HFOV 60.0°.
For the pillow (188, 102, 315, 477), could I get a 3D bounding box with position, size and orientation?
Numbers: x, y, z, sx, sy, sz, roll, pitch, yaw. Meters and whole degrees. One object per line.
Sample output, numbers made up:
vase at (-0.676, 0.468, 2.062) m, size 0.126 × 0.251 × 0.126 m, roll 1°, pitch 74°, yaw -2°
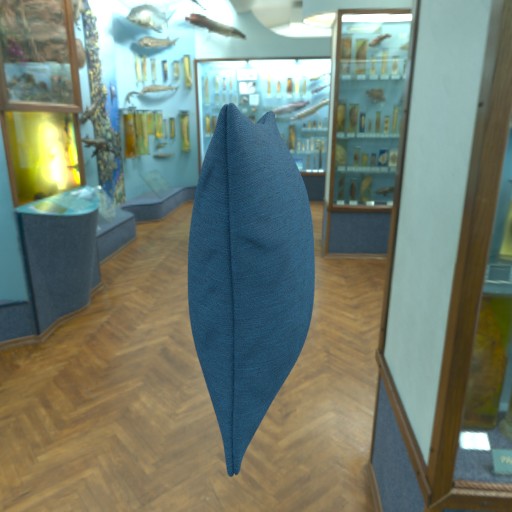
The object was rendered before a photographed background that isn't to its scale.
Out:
pillow at (0.000, 0.000, 0.661) m, size 0.177 × 0.420 × 0.437 m, roll 2°, pitch 17°, yaw 7°
